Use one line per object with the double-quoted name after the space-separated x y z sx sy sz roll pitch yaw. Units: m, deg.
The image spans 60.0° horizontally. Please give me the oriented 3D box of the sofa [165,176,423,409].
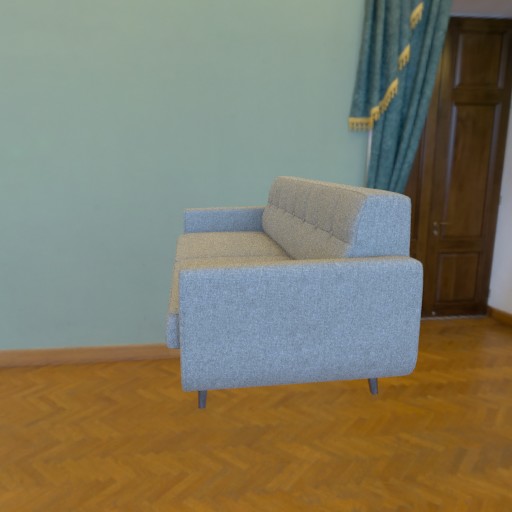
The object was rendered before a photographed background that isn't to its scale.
0.000 0.000 2.595 0.968 0.873 2.055 -2 12 -8 "sofa"
